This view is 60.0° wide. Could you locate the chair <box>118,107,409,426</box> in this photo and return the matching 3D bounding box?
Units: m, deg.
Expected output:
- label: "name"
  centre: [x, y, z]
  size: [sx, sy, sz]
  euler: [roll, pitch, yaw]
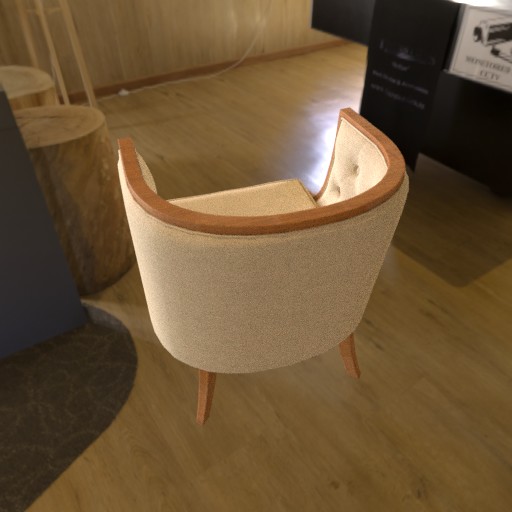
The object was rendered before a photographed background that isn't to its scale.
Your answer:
- label: "chair"
  centre: [0.000, 0.000, 1.398]
  size: [0.711, 0.775, 0.757]
  euler: [-12, 42, -14]
